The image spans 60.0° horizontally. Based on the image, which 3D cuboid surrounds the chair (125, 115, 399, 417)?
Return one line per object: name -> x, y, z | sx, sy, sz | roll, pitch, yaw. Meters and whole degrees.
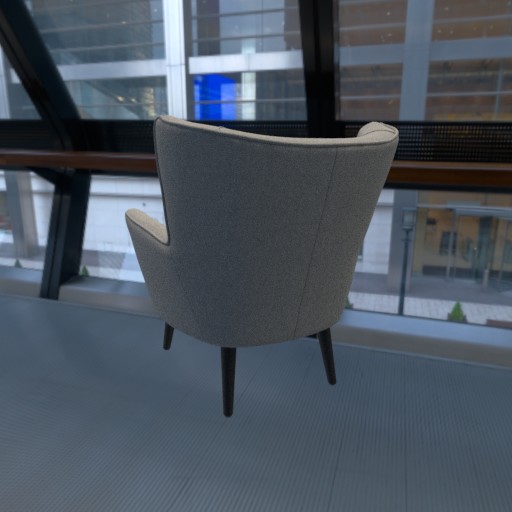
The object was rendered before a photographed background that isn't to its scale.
chair -> 0.000, 0.000, 1.605 | 0.781, 0.933, 0.888 | -7, 16, -27
